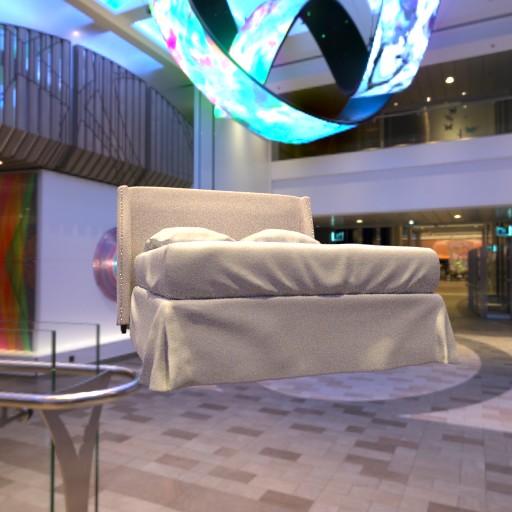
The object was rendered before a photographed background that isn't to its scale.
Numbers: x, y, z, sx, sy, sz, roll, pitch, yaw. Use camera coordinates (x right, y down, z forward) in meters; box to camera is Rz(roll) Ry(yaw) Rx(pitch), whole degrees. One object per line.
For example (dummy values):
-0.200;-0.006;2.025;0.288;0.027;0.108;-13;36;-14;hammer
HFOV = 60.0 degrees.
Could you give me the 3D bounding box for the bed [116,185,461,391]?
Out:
0.000;0.000;3.330;1.925;1.332;2.276;1;-2;-20;bed
